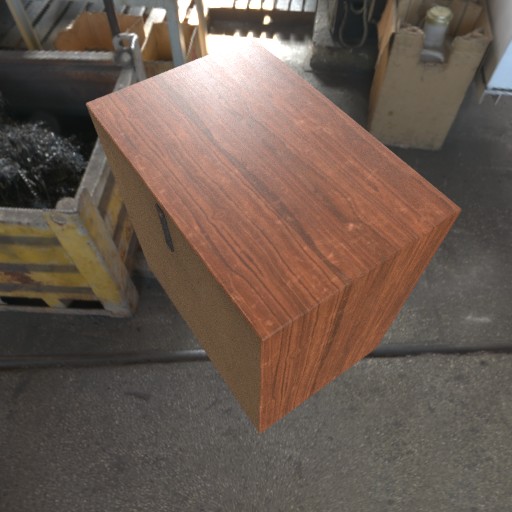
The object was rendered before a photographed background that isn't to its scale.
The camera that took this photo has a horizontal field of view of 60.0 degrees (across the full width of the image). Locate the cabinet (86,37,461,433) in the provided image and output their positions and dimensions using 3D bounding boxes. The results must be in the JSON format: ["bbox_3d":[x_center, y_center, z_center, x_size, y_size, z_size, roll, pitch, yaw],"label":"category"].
[{"bbox_3d":[0.000,0.000,1.093,0.410,0.695,0.607,-30,62,-18],"label":"cabinet"}]
